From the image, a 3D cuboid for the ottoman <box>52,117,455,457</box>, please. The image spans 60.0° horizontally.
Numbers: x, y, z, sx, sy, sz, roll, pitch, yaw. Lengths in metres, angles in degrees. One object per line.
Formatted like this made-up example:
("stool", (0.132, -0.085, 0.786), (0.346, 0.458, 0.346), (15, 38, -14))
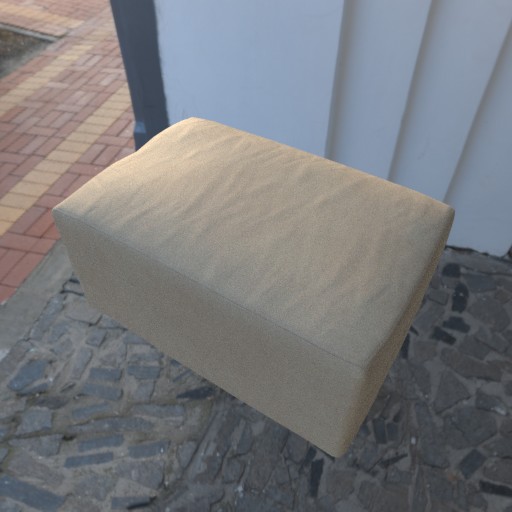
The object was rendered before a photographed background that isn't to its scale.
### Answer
("ottoman", (0.000, 0.000, 1.215), (0.872, 0.444, 0.590), (25, 51, 22))
